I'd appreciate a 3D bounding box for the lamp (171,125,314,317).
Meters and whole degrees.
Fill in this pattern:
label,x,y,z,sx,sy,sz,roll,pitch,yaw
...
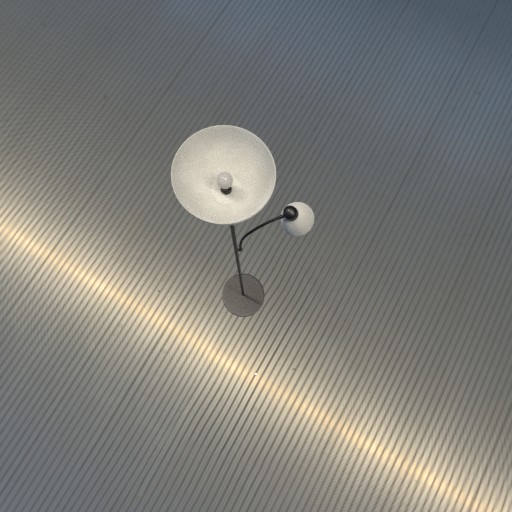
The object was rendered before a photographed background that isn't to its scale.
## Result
label,x,y,z,sx,sy,sz,roll,pitch,yaw
lamp,0.000,0.000,1.994,0.442,1.804,0.279,-16,76,-4
